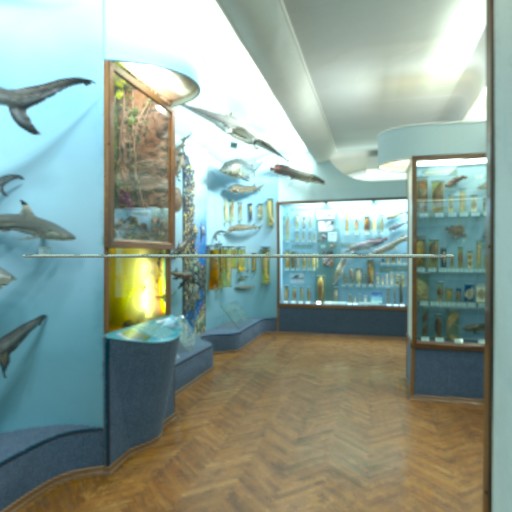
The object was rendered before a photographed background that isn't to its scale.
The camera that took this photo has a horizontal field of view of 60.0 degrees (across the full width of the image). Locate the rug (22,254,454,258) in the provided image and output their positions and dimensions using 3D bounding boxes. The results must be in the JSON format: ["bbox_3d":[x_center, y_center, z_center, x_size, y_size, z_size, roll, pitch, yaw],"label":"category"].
[{"bbox_3d":[0.000,0.000,3.867,2.910,0.021,2.211,0,0,17],"label":"rug"}]
